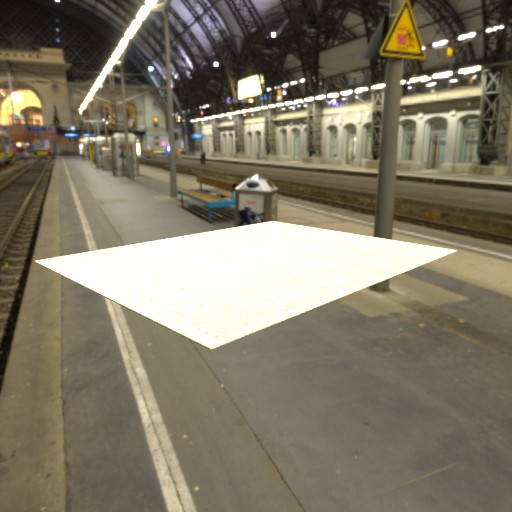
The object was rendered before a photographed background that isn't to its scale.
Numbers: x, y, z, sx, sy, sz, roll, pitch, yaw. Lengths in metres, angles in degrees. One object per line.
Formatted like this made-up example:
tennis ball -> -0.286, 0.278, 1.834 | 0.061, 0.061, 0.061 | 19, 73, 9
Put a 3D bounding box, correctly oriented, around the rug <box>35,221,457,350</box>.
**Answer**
rug -> 0.000, 0.000, 4.084 | 3.050, 0.015, 2.441 | -13, 19, -43
